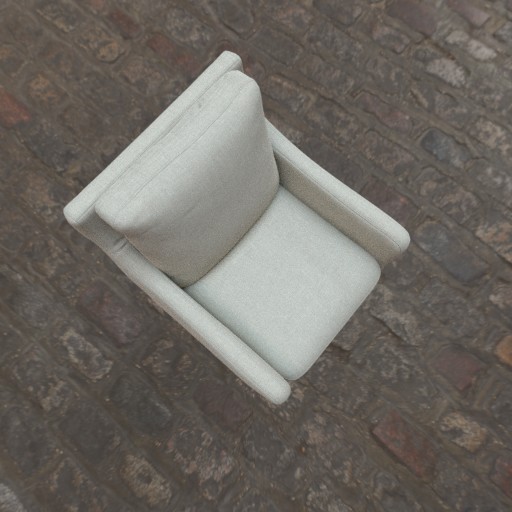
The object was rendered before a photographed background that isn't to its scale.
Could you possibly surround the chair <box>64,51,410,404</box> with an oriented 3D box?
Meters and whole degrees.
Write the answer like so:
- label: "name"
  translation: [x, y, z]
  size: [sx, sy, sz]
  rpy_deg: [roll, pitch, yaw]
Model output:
- label: "chair"
  translation: [0.000, 0.000, 1.399]
  size: [0.694, 0.914, 0.626]
  rpy_deg: [39, 79, 9]
